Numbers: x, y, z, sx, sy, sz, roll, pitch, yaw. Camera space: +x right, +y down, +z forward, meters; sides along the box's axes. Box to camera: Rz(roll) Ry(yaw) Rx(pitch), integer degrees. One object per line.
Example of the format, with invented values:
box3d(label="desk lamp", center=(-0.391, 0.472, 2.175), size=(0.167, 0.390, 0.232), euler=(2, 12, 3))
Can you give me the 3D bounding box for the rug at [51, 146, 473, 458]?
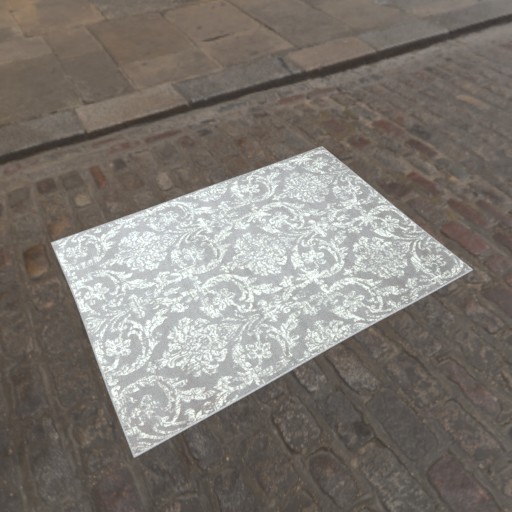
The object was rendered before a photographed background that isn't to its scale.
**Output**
box3d(label="rug", center=(0.000, 0.000, 2.834), size=(2.206, 0.014, 1.578), euler=(-23, 51, -20))
